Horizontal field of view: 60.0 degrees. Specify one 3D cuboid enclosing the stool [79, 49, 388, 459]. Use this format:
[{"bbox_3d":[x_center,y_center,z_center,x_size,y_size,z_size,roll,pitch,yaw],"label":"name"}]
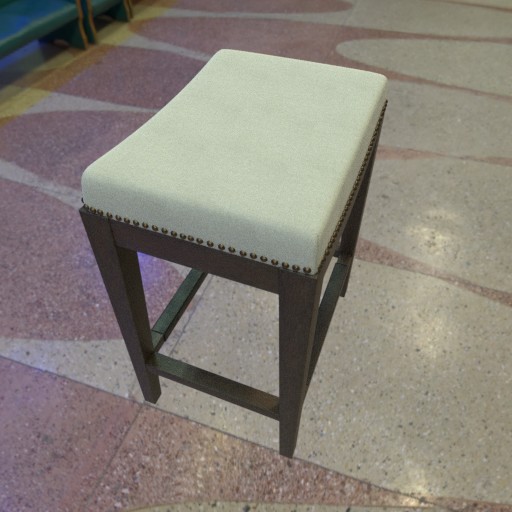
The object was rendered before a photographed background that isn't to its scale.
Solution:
[{"bbox_3d":[0.000,0.000,0.922,0.361,0.642,0.500,16,48,15],"label":"stool"}]
